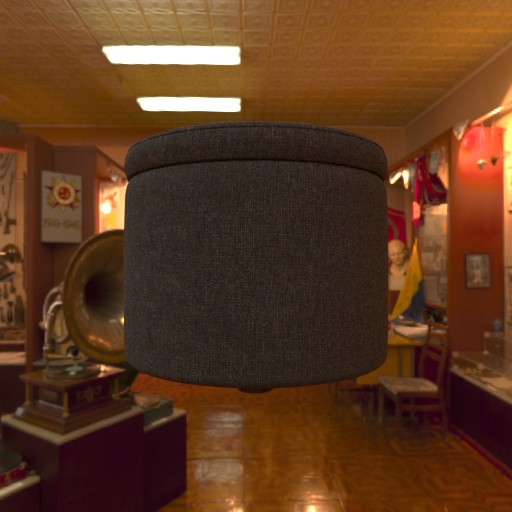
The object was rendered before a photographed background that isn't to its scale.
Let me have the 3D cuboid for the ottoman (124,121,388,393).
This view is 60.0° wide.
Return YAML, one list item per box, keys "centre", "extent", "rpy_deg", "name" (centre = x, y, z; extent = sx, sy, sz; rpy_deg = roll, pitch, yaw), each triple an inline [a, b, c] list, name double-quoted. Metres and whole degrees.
- centre: [0.000, 0.000, 0.909]
  extent: [0.520, 0.430, 0.520]
  rpy_deg: [0, 0, 0]
  name: "ottoman"
